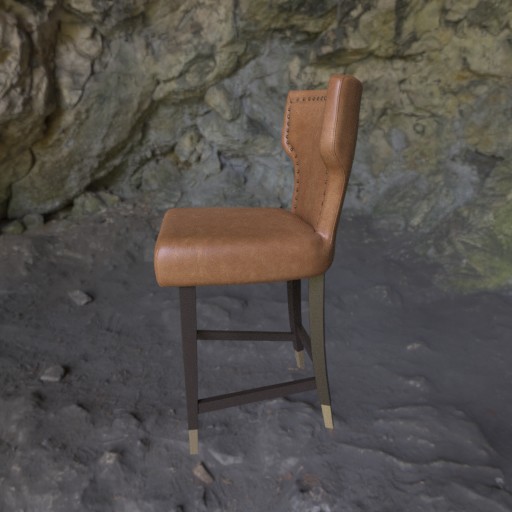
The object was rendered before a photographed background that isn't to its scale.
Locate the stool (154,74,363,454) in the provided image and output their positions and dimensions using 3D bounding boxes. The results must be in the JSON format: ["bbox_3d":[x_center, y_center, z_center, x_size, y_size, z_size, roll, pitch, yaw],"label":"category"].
[{"bbox_3d":[0.000,0.000,1.343,0.563,0.982,0.526,-2,16,-8],"label":"stool"}]
